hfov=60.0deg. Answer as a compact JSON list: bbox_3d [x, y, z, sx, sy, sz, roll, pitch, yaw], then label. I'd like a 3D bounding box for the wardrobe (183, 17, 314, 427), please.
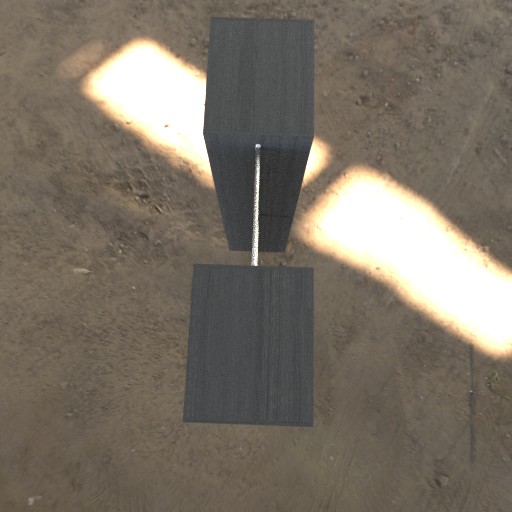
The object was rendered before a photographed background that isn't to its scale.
[{"bbox_3d":[0.000,0.000,2.807,0.480,2.000,1.770,2,76,0],"label":"wardrobe"}]
